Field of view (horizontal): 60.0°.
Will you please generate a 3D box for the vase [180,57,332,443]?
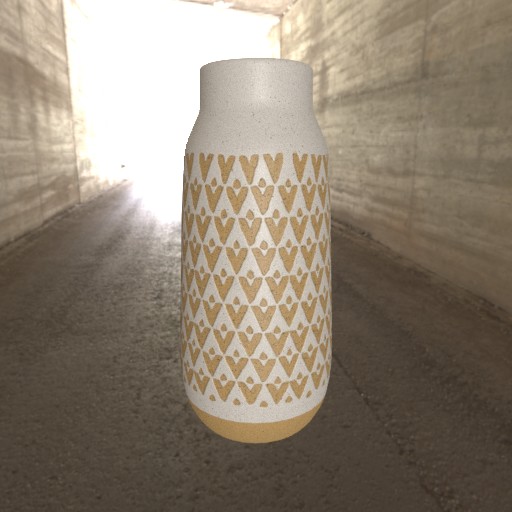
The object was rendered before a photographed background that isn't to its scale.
[{"bbox_3d":[0.000,0.000,0.388,0.137,0.307,0.137,0,13,0],"label":"vase"}]
